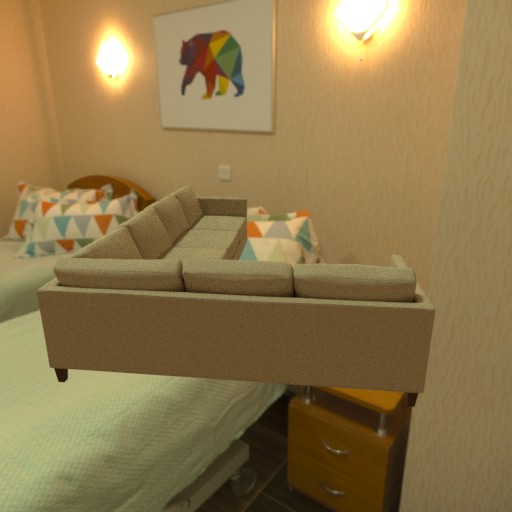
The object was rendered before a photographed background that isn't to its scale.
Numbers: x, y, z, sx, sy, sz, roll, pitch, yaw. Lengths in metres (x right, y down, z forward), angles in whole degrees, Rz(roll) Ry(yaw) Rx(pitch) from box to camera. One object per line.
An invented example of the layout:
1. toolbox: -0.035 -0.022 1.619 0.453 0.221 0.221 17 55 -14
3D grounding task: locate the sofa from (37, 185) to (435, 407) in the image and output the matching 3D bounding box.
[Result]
1. sofa: 0.000 0.000 4.198 2.432 0.863 3.182 2 18 6
